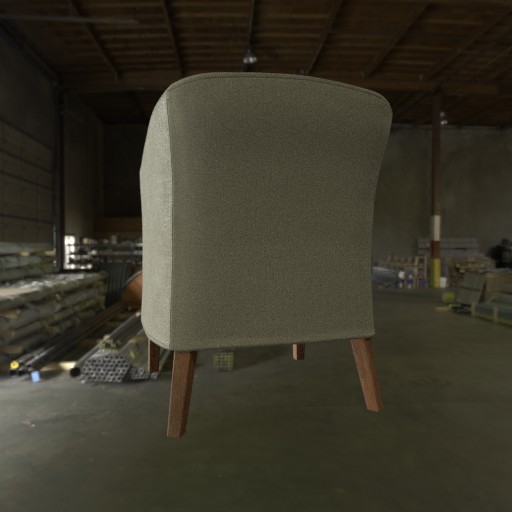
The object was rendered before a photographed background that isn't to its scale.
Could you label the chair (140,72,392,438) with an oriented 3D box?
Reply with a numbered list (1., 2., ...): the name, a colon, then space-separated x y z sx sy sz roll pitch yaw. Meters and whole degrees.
1. chair: 0.000 0.000 1.243 0.600 0.771 0.668 0 1 -17
